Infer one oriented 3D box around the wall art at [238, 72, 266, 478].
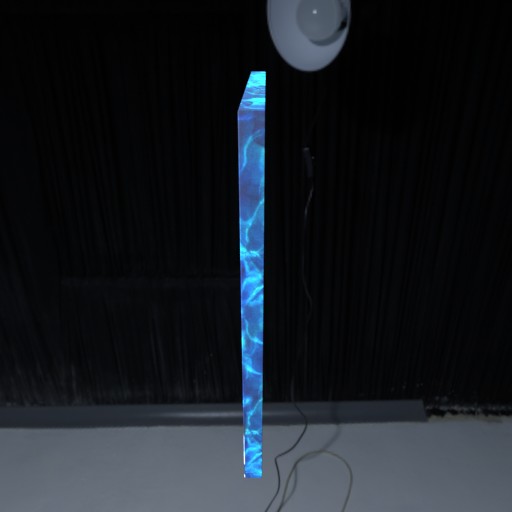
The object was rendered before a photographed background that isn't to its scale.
[{"bbox_3d":[0.000,0.000,1.050,0.038,0.760,0.609,1,27,1],"label":"wall art"}]
